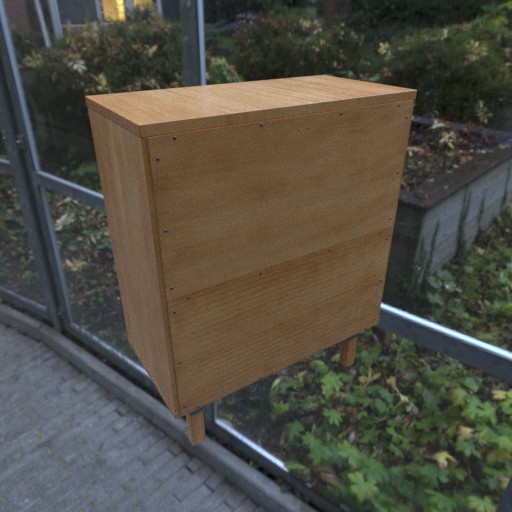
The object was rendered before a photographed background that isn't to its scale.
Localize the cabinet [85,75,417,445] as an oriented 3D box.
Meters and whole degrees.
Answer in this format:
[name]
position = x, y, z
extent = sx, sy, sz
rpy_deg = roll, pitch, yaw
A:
[cabinet]
position = 0.000, 0.000, 1.430
extent = 0.800, 1.001, 0.419
rpy_deg = -17, 33, -28
